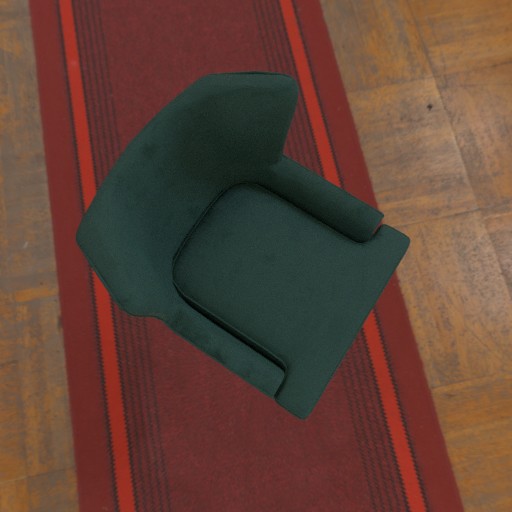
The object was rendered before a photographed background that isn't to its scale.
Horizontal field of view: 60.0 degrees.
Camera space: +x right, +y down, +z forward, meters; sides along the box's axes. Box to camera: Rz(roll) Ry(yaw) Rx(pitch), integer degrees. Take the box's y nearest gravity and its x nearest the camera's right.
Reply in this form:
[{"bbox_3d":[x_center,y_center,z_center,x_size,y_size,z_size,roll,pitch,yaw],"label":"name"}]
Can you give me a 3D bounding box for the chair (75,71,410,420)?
[{"bbox_3d":[0.000,0.000,1.600,0.910,0.952,0.793,32,78,8],"label":"chair"}]
